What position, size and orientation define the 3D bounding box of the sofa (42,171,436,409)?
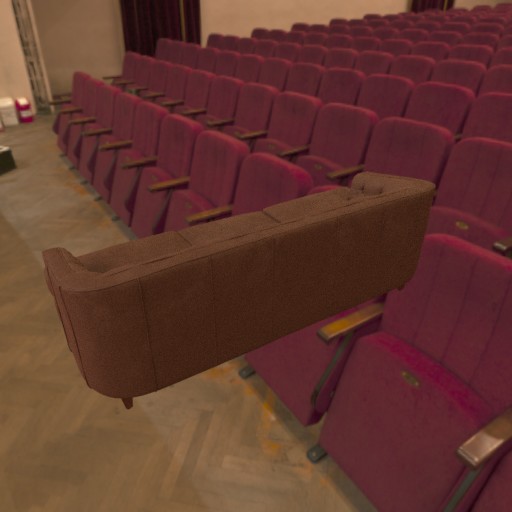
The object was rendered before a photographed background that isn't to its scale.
[{"bbox_3d":[0.000,0.000,2.647,2.227,0.787,0.927,-18,34,-27],"label":"sofa"}]
